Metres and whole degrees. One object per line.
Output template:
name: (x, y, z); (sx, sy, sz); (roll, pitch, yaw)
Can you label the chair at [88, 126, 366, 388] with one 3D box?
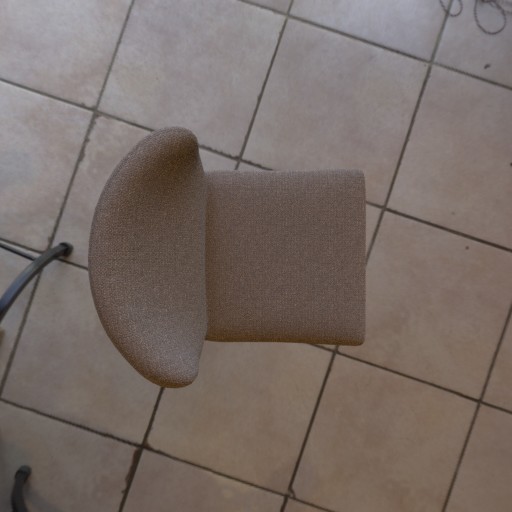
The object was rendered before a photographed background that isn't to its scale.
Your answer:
chair: (0.000, 0.000, 1.189); (0.589, 0.839, 0.491); (0, 90, 1)
